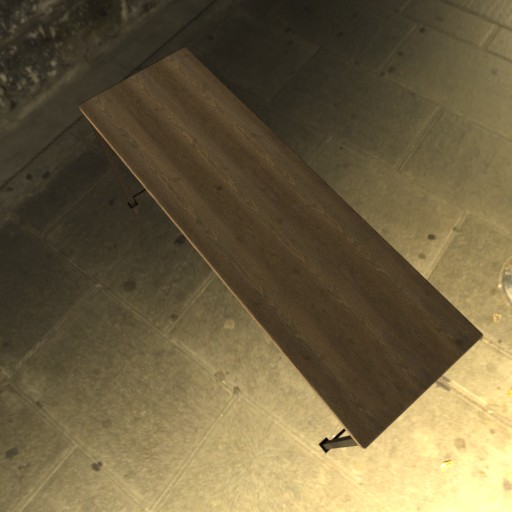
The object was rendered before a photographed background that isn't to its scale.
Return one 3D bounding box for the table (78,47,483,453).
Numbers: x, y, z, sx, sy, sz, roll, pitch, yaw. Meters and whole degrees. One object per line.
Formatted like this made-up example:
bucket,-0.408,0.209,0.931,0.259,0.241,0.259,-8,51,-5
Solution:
table,0.000,0.000,2.059,0.551,0.902,1.700,-36,71,-15
